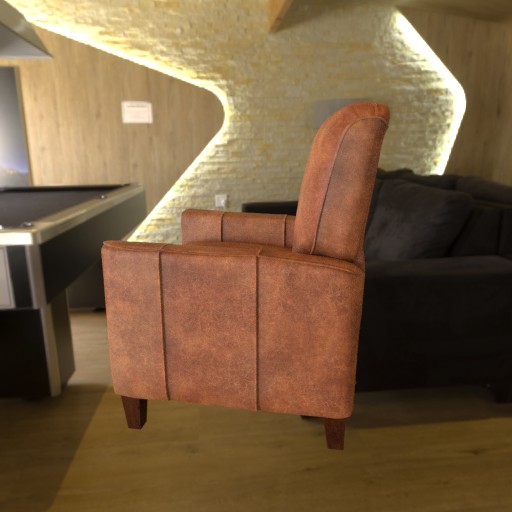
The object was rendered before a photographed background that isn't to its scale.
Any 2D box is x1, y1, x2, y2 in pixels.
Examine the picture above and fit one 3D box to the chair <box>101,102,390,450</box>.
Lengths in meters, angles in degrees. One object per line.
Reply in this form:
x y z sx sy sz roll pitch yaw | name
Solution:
0.000 0.000 1.653 0.836 1.043 0.843 2 13 9 | chair
